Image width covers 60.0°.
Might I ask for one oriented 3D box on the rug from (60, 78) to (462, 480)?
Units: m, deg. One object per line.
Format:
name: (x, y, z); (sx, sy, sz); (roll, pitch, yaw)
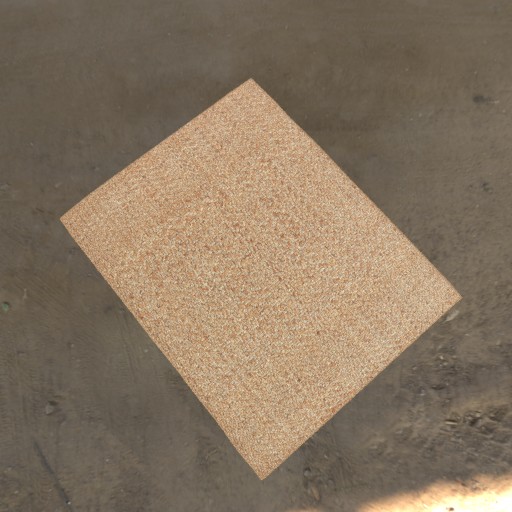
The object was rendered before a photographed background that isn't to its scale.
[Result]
rug: (0.000, 0.000, 4.178); (2.439, 0.013, 3.048); (-39, 79, -9)
